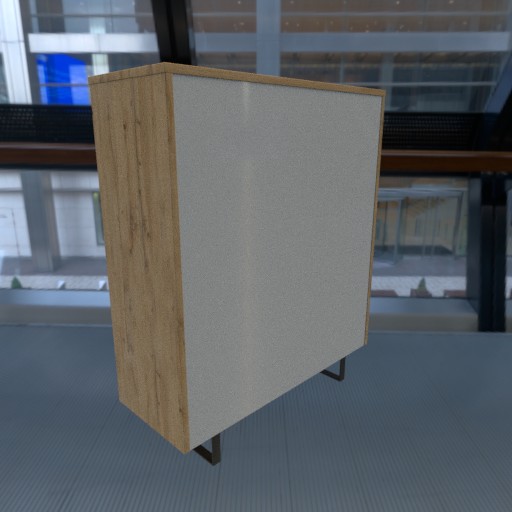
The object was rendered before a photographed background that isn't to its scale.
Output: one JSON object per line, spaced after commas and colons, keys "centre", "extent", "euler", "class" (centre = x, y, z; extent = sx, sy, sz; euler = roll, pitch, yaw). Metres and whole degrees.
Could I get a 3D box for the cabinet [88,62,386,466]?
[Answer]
{"centre": [0.000, 0.000, 1.929], "extent": [0.473, 1.397, 1.168], "euler": [15, 22, 43], "class": "cabinet"}
